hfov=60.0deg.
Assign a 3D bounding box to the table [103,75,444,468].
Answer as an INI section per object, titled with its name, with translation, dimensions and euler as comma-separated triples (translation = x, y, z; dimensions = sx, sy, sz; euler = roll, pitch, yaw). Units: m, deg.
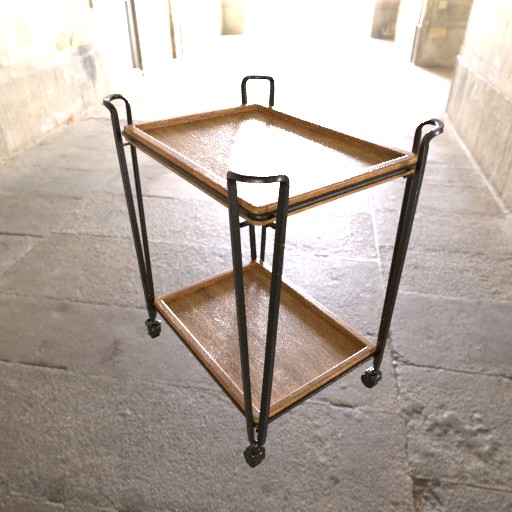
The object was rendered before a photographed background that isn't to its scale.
[table]
translation = 0.000, 0.000, 1.202
dimensions = 0.505, 0.785, 0.672
euler = -21, 38, -30
